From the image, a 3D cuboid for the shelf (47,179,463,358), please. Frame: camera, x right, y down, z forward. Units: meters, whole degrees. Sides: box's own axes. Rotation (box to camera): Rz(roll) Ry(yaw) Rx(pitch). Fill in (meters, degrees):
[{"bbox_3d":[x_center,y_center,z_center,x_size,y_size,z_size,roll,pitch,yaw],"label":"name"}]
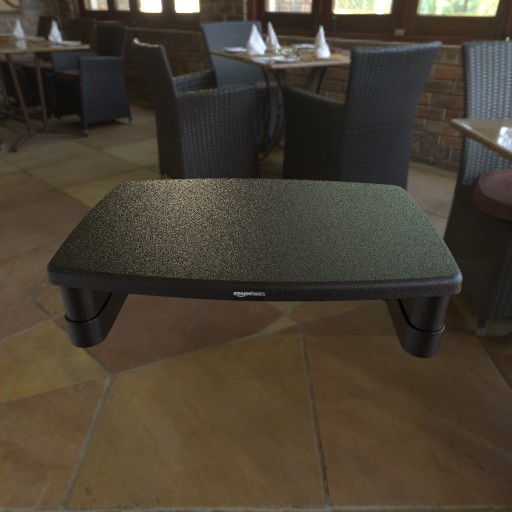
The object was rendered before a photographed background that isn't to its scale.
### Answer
[{"bbox_3d":[0.000,0.000,0.538,0.410,0.100,0.280,1,30,2],"label":"shelf"}]
